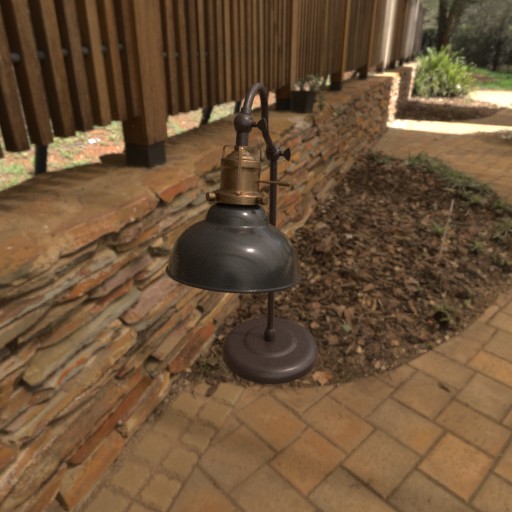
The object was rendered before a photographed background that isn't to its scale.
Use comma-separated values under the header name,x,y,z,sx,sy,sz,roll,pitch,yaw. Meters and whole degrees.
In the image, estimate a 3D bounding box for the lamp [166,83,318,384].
name,x,y,z,sx,sy,sz,roll,pitch,yaw
lamp,0.000,0.000,0.696,0.192,0.508,0.374,8,27,16
